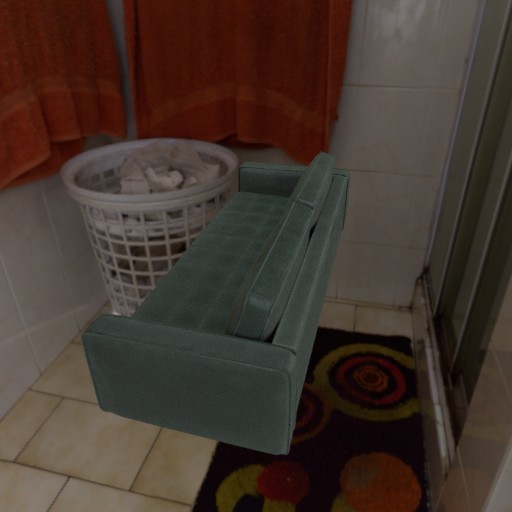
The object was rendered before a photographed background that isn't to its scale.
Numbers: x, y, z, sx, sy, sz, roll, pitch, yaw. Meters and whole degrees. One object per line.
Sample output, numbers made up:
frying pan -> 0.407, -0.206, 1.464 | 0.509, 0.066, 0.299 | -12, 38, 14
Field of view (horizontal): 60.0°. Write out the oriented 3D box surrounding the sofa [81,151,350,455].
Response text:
sofa -> 0.000, 0.000, 2.646 | 0.886, 0.781, 2.214 | 8, 31, 14
